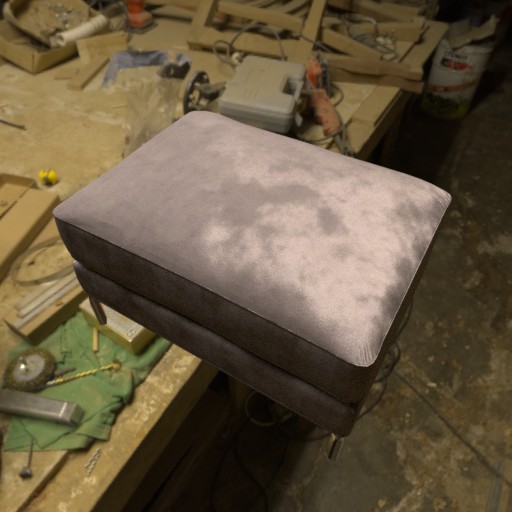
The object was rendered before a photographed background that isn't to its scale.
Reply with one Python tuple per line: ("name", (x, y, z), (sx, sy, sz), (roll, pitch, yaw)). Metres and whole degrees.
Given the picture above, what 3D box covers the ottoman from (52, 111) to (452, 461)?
("ottoman", (0.000, 0.000, 1.064), (0.719, 0.456, 0.520), (24, 51, 21))
